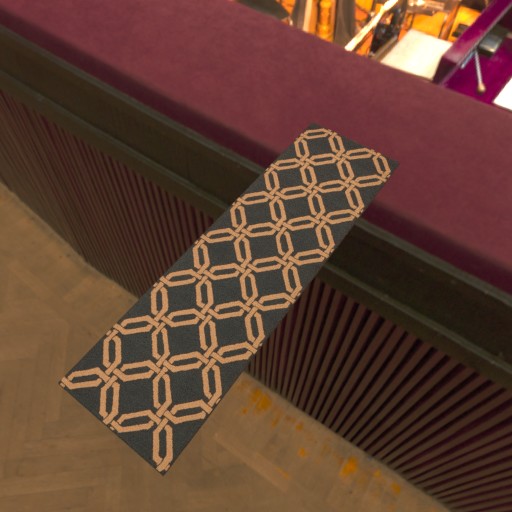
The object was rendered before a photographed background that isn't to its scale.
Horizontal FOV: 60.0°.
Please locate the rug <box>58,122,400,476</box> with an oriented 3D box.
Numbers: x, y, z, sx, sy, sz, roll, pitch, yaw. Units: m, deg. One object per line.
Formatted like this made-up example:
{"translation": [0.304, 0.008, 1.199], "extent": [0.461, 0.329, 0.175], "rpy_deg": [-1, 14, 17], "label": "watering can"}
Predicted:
{"translation": [0.000, 0.000, 2.498], "extent": [0.678, 0.014, 2.276], "rpy_deg": [31, 62, 19], "label": "rug"}
